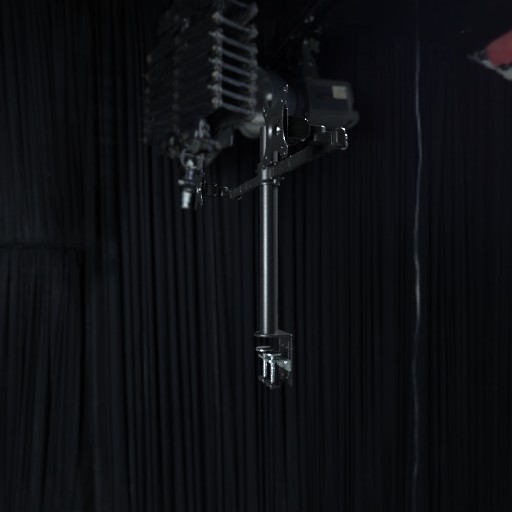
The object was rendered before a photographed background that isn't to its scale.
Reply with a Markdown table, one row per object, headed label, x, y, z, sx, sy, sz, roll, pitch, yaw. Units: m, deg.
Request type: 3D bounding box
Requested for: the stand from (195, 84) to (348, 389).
| label | x | y | z | sx | sy | sz | roll | pitch | yaw |
| --- | --- | --- | --- | --- | --- | --- | --- | --- | --- |
| stand | 0.000 | 0.000 | 1.031 | 0.150 | 0.603 | 0.743 | 0 | -1 | -18 |
